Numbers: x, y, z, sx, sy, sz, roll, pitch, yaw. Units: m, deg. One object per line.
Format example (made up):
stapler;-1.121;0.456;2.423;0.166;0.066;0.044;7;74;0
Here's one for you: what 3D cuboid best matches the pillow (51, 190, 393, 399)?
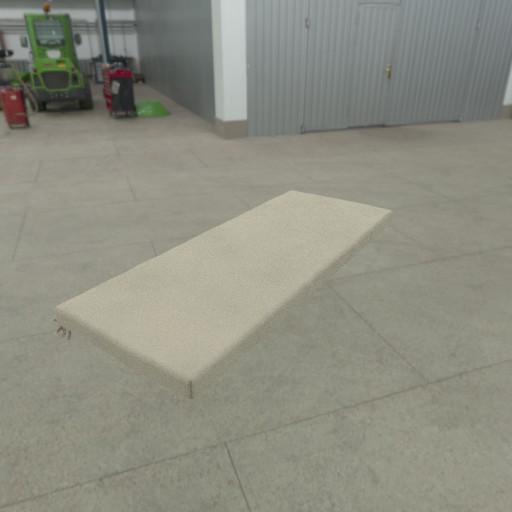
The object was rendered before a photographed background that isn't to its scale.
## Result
pillow;0.000;0.000;1.401;0.492;0.081;1.187;17;31;31
